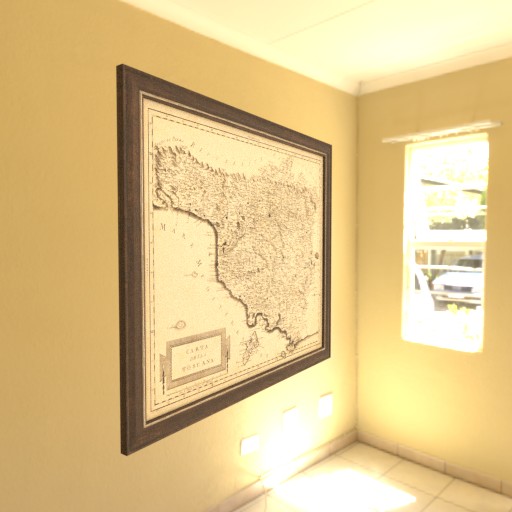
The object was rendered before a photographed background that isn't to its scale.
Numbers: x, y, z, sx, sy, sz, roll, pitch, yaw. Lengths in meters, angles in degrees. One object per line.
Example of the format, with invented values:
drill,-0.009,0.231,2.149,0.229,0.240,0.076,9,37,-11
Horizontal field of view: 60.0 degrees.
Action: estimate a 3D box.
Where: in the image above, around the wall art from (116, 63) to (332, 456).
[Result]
wall art,0.000,0.000,1.413,0.023,0.875,1.033,2,3,36
